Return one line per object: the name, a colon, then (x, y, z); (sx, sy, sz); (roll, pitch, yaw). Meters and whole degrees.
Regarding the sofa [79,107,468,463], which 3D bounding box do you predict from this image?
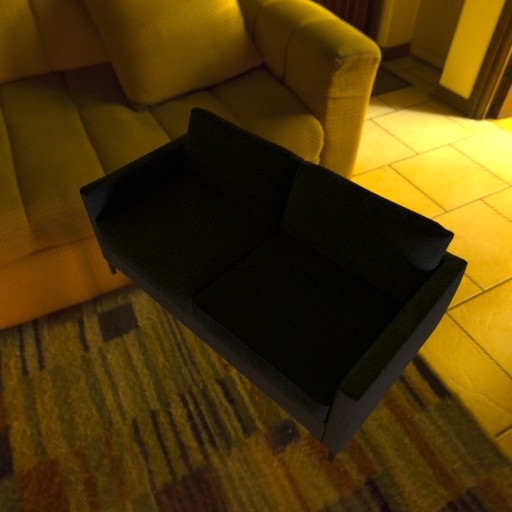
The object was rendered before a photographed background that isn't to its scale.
sofa: (0.000, 0.000, 2.178); (1.676, 0.817, 0.875); (34, 55, 28)
